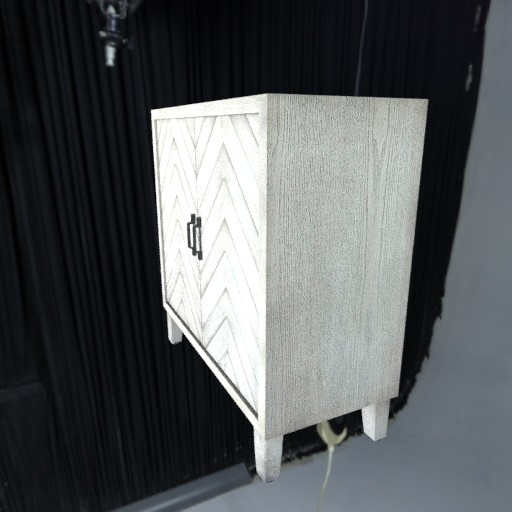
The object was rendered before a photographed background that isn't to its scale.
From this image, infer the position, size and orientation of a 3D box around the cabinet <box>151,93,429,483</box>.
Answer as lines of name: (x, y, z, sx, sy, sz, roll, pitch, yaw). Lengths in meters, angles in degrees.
cabinet: (0.000, 0.000, 1.227, 0.370, 0.787, 0.781, -8, 18, -25)
